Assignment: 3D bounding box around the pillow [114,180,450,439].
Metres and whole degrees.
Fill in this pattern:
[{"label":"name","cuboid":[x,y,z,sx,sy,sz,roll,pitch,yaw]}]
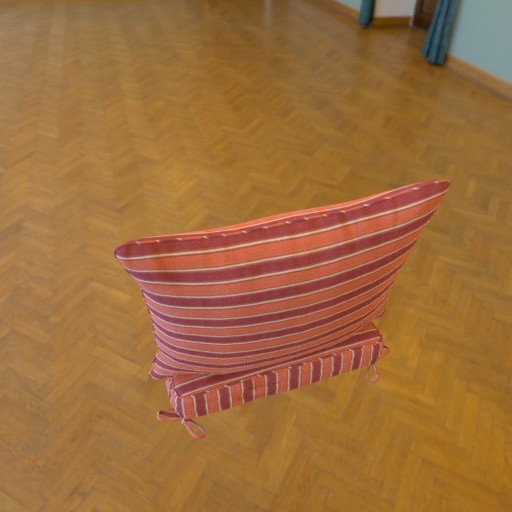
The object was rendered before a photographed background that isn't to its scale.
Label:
[{"label":"pillow","cuboid":[0.000,0.000,1.396,0.799,0.723,0.733,-12,42,-14]}]
